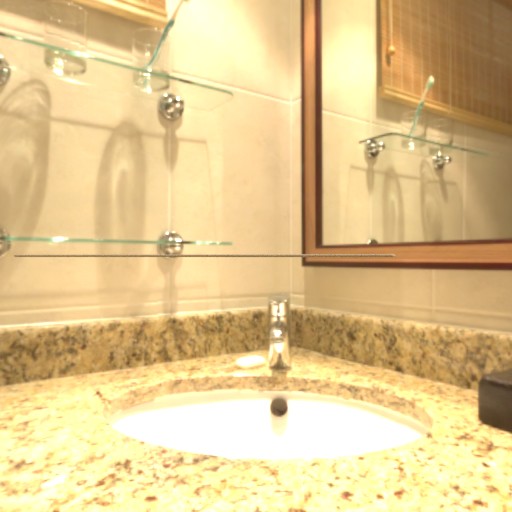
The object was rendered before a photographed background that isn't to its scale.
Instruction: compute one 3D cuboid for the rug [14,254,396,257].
[{"bbox_3d":[0.000,0.000,3.902,2.353,0.014,2.945,0,0,18],"label":"rug"}]
